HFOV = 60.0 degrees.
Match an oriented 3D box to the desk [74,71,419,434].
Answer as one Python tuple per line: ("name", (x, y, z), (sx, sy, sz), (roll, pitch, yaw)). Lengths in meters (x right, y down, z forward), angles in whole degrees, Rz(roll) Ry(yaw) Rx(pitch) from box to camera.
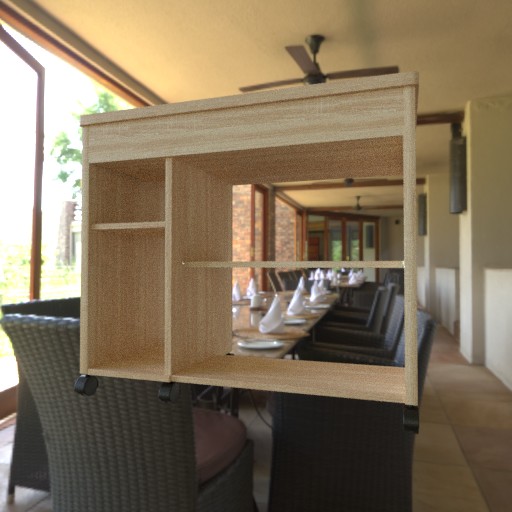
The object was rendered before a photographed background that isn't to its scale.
("desk", (0.000, 0.000, 1.288), (0.884, 0.770, 0.480), (0, -1, 19))
